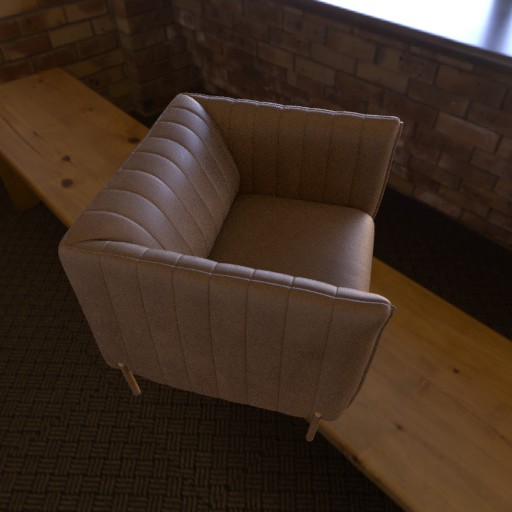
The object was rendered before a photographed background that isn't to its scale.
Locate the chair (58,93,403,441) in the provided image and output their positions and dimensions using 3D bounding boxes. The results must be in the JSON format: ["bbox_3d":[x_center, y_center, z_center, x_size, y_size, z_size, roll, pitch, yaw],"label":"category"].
[{"bbox_3d":[0.000,0.000,1.641,0.876,0.779,0.981,10,47,10],"label":"chair"}]
